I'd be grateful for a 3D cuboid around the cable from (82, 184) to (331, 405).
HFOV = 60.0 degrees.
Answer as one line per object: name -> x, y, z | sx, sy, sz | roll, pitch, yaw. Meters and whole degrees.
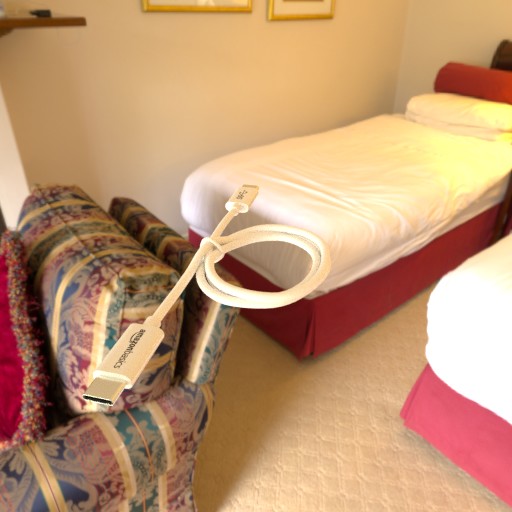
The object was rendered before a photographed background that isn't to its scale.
cable -> 0.000, 0.000, 0.209 | 0.070, 0.014, 0.186 | 7, 31, 12
